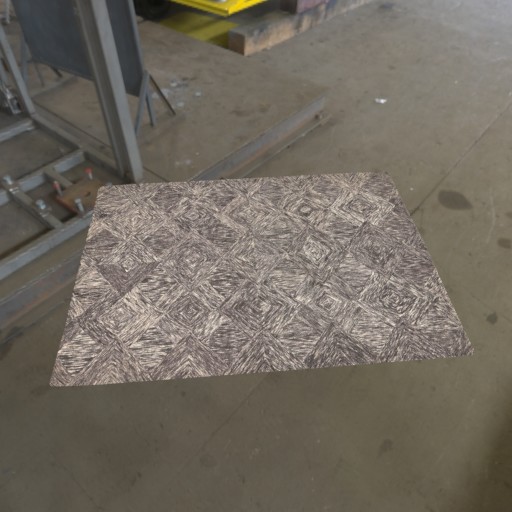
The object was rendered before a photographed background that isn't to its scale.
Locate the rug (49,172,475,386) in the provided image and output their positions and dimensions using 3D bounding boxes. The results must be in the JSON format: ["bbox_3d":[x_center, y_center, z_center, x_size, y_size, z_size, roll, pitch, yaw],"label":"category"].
[{"bbox_3d":[0.000,0.000,5.216,4.093,0.020,2.997,-4,47,-3],"label":"rug"}]
